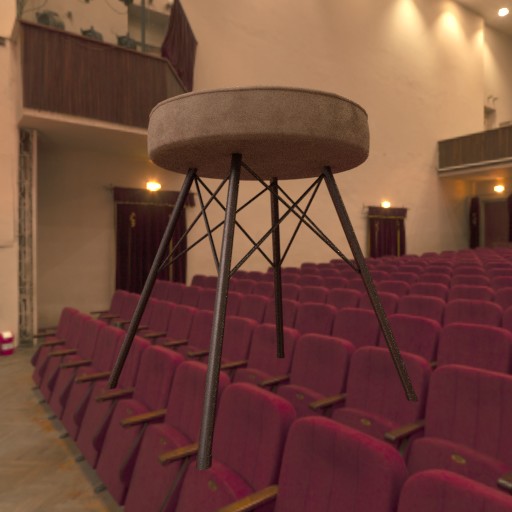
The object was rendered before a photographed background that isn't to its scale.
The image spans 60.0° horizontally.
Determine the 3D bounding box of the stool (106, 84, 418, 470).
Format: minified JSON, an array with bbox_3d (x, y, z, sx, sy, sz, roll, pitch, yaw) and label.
[{"bbox_3d":[0.000,0.000,0.856,0.457,0.538,0.423,-1,1,-35],"label":"stool"}]
